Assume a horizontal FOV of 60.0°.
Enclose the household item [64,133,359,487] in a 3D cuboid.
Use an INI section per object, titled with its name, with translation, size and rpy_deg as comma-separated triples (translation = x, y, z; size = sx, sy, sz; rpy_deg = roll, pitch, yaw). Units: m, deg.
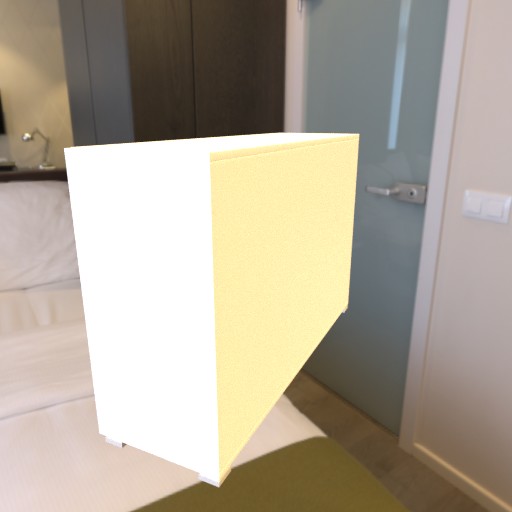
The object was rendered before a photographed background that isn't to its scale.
[household item]
translation = 0.000, 0.000, 1.692
size = 0.420, 0.867, 1.300
rpy_deg = 8, 19, 25
